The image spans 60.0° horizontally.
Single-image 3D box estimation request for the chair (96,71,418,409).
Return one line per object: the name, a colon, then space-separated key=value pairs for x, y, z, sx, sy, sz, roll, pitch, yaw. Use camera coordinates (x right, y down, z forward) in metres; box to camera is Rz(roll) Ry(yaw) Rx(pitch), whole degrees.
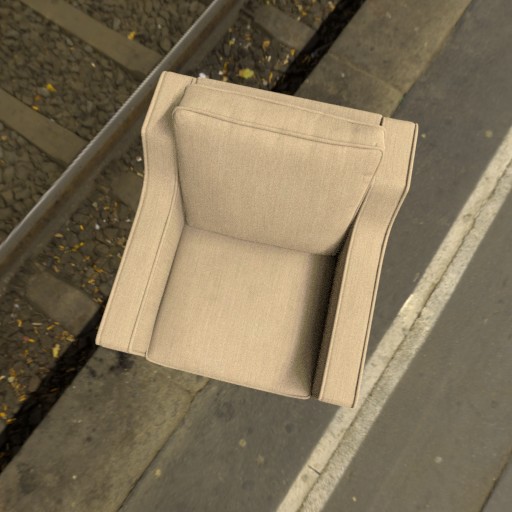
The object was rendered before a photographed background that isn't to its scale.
chair: x=0.000 y=0.000 z=1.620 sx=0.831 sy=0.960 sz=0.909 roll=13 pitch=75 yaw=3
